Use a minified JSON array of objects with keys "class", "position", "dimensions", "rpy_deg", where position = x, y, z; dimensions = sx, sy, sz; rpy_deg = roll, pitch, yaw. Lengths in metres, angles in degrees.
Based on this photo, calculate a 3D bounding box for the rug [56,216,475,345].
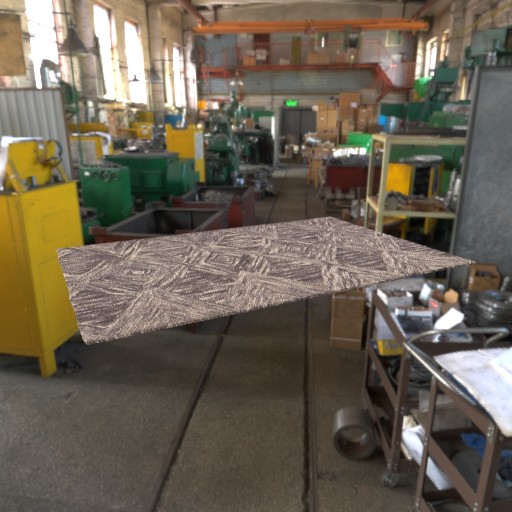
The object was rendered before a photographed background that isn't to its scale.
[{"class":"rug","position":[0.000,0.000,2.275],"dimensions":[1.814,0.012,1.186],"rpy_deg":[-9,19,-26]}]
